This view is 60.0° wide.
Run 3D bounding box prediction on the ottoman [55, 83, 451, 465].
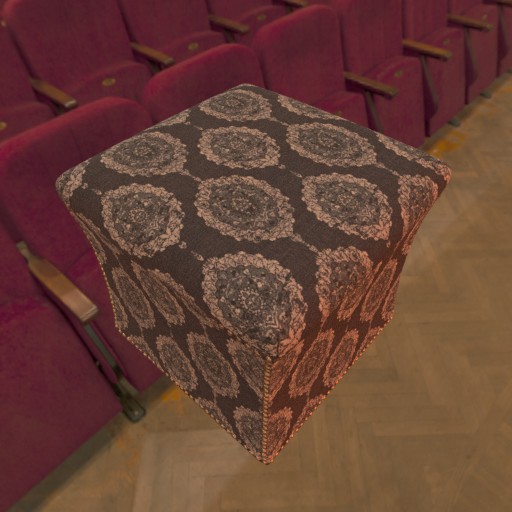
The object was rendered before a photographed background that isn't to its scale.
[{"bbox_3d":[0.000,0.000,0.890,0.507,0.475,0.497,33,54,28],"label":"ottoman"}]
